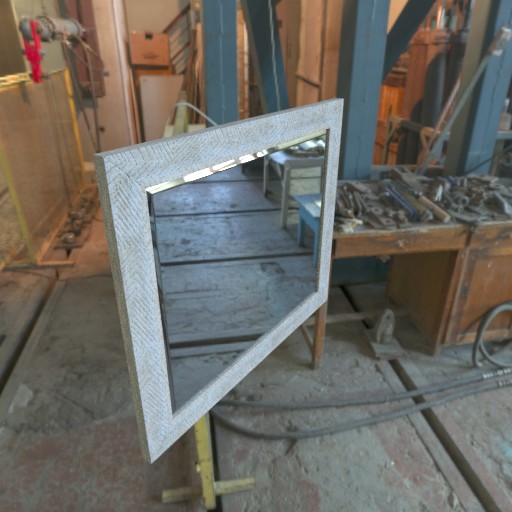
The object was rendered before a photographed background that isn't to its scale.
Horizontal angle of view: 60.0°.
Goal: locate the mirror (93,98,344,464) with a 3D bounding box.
[{"bbox_3d":[0.000,0.000,1.142,0.028,0.689,0.839,18,32,31],"label":"mirror"}]
